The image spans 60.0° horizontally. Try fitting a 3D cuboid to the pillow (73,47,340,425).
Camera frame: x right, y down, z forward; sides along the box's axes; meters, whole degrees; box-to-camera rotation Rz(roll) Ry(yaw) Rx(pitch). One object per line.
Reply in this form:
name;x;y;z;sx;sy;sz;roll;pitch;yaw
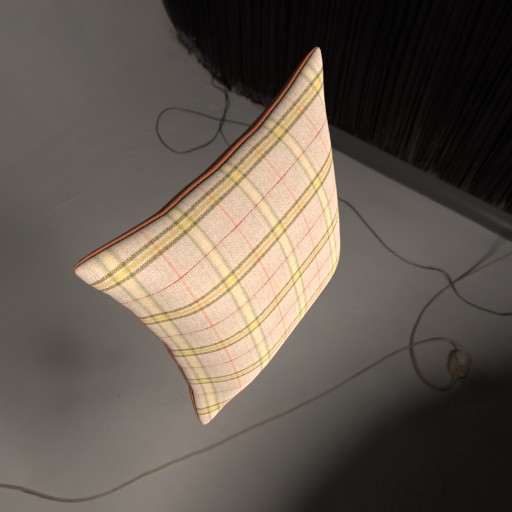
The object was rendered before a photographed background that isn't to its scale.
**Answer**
pillow;0.000;0.000;0.696;0.200;0.430;0.453;32;64;18
